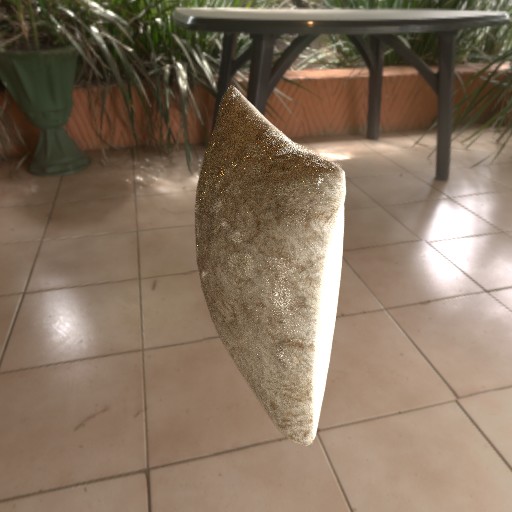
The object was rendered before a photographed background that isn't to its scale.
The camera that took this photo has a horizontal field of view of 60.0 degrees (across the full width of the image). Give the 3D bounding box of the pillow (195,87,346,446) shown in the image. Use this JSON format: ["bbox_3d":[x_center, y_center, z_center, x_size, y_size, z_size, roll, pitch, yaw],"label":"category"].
[{"bbox_3d":[0.000,0.000,0.830,0.216,0.525,0.538,-8,32,-13],"label":"pillow"}]
